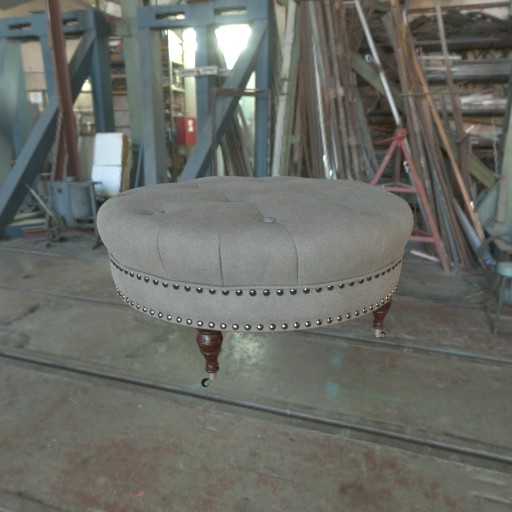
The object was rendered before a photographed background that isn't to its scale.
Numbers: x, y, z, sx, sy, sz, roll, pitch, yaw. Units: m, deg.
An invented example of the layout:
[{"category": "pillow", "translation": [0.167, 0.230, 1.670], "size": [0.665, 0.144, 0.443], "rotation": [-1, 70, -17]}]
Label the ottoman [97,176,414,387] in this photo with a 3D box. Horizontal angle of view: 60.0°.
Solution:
[{"category": "ottoman", "translation": [0.000, 0.000, 1.367], "size": [0.901, 0.439, 0.901], "rotation": [0, 17, 0]}]
